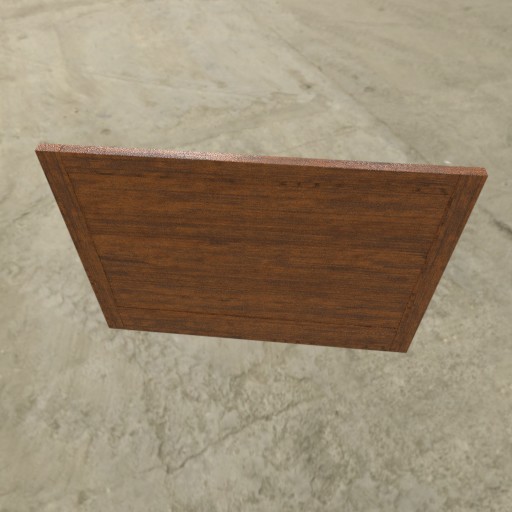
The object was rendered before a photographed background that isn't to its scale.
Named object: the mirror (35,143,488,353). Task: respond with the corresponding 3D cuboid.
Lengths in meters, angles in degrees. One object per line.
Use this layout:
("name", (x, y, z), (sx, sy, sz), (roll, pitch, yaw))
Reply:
("mirror", (0.000, 0.000, 0.960), (0.758, 0.537, 0.084), (4, 46, 4))
